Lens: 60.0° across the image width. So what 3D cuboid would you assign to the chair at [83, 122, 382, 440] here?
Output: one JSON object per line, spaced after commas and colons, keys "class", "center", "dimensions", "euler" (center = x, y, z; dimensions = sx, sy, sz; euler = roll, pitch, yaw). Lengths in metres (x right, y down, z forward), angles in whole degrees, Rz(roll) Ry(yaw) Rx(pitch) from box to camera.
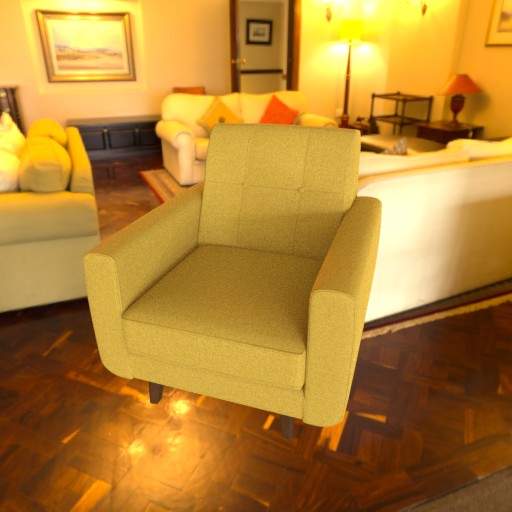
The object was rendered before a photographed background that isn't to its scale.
{"class": "chair", "center": [0.000, 0.000, 1.624], "dimensions": [0.831, 0.841, 0.909], "euler": [8, 26, 17]}
